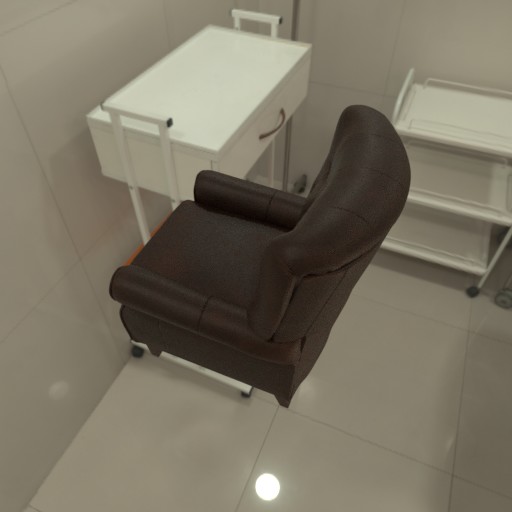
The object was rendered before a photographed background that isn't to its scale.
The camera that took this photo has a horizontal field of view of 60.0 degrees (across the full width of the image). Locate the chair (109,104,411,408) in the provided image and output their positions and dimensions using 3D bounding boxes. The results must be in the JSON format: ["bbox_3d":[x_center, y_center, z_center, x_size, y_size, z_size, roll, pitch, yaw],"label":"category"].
[{"bbox_3d":[0.000,0.000,1.925,1.058,1.158,0.948,17,49,15],"label":"chair"}]
